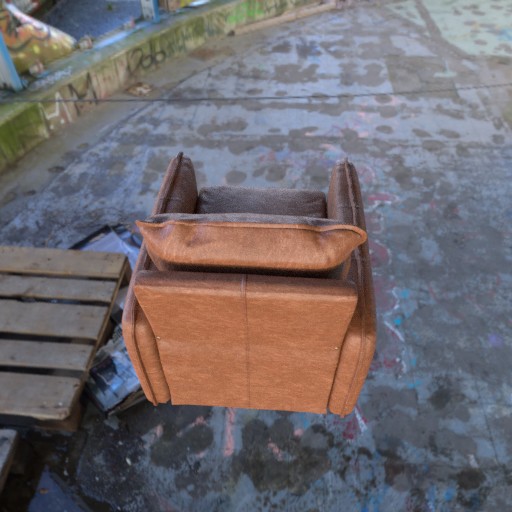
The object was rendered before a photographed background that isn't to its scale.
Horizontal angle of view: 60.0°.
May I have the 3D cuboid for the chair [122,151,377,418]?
[{"bbox_3d":[0.000,0.000,1.670,0.830,0.922,0.922,3,47,3],"label":"chair"}]
